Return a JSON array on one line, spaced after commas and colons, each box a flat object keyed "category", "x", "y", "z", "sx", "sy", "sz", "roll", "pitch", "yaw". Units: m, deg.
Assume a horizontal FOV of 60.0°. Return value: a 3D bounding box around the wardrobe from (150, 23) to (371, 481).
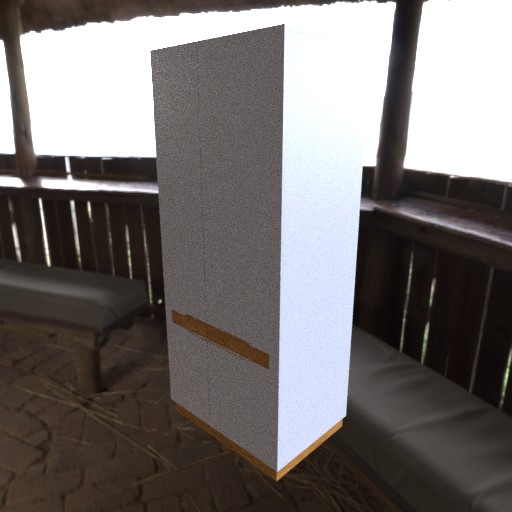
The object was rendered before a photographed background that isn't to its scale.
[{"category": "wardrobe", "x": 0.000, "y": 0.000, "z": 2.367, "sx": 0.860, "sy": 2.040, "sz": 0.600, "roll": 15, "pitch": 22, "yaw": 42}]
